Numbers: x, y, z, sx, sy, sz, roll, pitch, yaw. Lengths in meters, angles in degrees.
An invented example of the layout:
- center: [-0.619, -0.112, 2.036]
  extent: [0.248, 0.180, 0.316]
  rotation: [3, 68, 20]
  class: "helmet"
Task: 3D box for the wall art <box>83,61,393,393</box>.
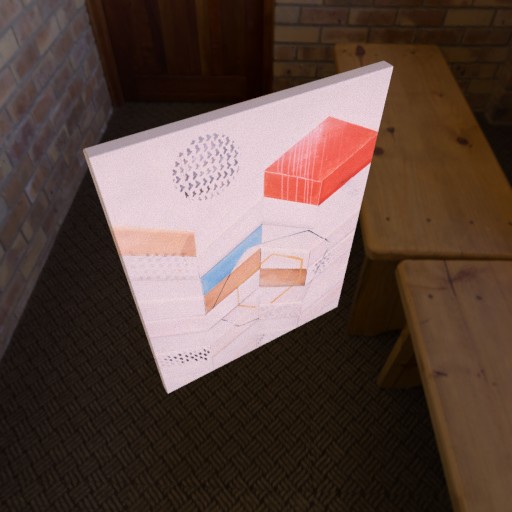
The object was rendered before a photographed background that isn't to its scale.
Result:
- center: [0.000, 0.000, 1.352]
  extent: [0.759, 1.014, 0.045]
  rotation: [-23, 52, -20]
  class: "wall art"
